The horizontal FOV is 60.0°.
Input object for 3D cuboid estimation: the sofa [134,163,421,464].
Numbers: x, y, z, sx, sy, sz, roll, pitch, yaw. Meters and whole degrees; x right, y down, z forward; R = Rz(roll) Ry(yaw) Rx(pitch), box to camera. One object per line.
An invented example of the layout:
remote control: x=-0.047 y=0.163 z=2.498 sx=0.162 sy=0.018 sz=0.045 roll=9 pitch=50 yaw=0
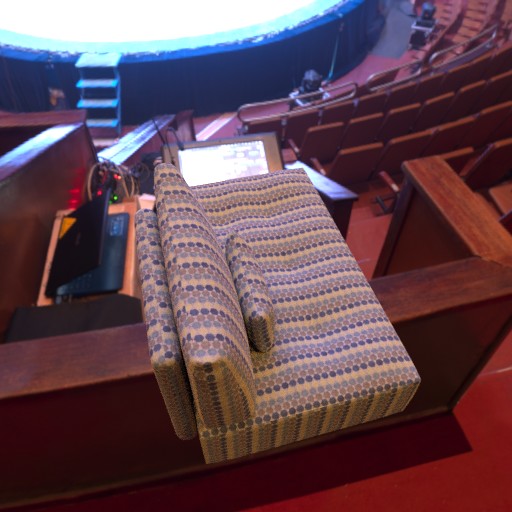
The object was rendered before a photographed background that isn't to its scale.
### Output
sofa: x=0.000 y=0.000 z=2.035 sx=1.000 sy=0.820 sz=1.450 roll=-11 pitch=49 yaw=-10
